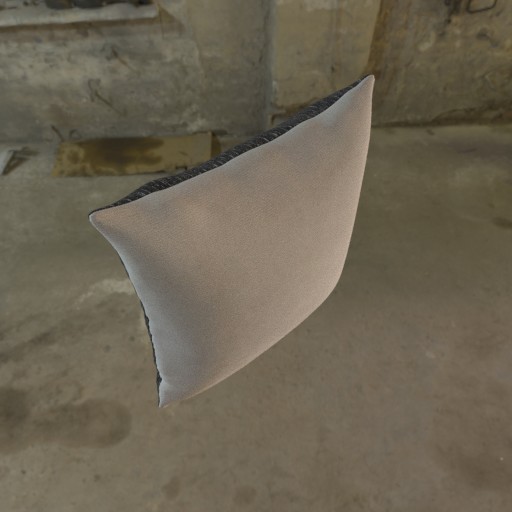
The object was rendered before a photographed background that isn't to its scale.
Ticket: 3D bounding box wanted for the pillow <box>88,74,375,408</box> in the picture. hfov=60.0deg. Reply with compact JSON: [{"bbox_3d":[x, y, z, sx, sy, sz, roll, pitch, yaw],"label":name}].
[{"bbox_3d":[0.000,0.000,0.673,0.433,0.434,0.196,-34,56,-27],"label":"pillow"}]
